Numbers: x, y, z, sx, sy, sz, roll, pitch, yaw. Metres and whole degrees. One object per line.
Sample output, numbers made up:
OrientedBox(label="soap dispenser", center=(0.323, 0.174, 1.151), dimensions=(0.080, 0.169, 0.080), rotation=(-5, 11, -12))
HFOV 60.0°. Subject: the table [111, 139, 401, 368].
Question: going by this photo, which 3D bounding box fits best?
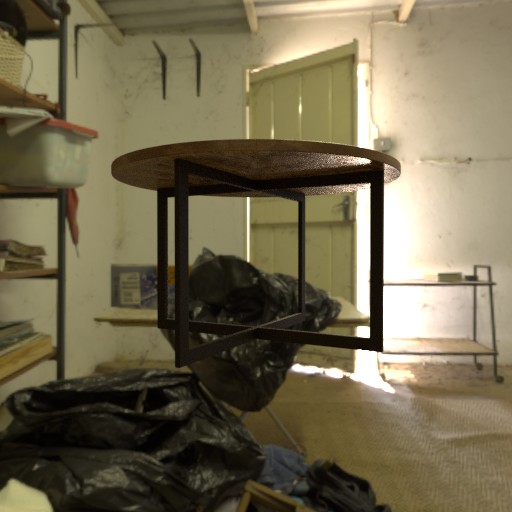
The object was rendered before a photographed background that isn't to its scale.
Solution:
OrientedBox(label="table", center=(0.000, 0.000, 2.041), dimensions=(1.264, 0.762, 1.264), rotation=(0, 1, 0))
